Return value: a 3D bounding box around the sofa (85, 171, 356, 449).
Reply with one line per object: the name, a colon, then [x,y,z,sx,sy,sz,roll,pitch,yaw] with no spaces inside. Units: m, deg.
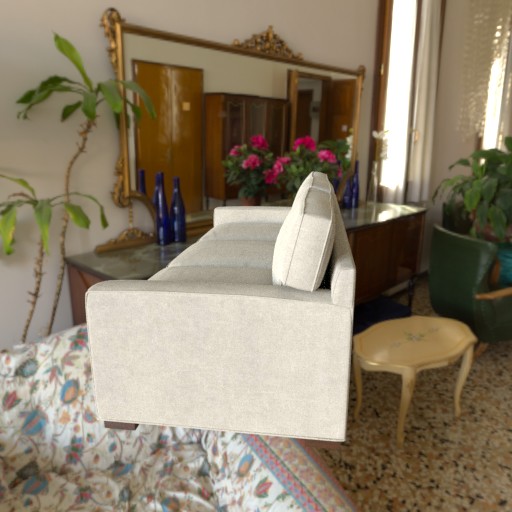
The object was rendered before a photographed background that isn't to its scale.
sofa: [0.000,0.000,2.507,0.936,0.862,2.093,2,15,8]
